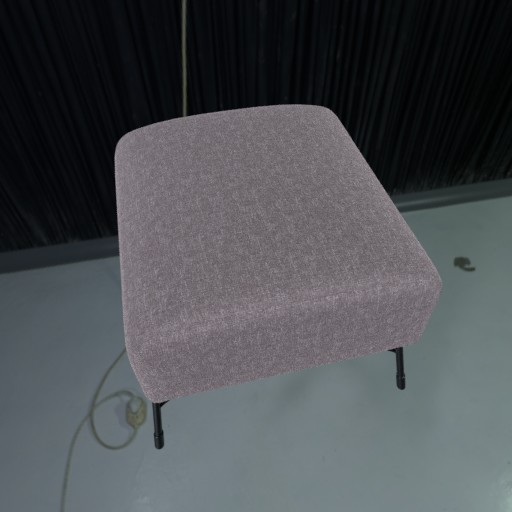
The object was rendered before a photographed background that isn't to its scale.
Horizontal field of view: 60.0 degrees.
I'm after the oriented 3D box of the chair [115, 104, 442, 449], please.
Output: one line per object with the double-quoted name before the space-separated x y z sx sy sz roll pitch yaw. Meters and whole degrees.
"chair" 0.000 0.000 0.911 0.530 0.410 0.530 -10 50 -9
